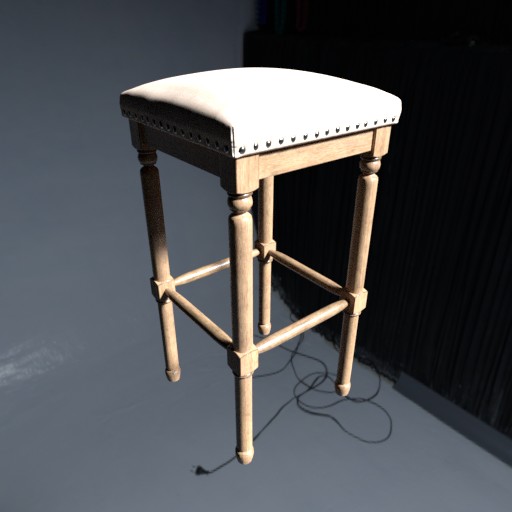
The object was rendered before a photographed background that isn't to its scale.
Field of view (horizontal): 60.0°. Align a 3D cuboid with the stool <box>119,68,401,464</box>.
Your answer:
[{"bbox_3d":[0.000,0.000,0.984,0.383,0.768,0.382,-21,35,-33],"label":"stool"}]
